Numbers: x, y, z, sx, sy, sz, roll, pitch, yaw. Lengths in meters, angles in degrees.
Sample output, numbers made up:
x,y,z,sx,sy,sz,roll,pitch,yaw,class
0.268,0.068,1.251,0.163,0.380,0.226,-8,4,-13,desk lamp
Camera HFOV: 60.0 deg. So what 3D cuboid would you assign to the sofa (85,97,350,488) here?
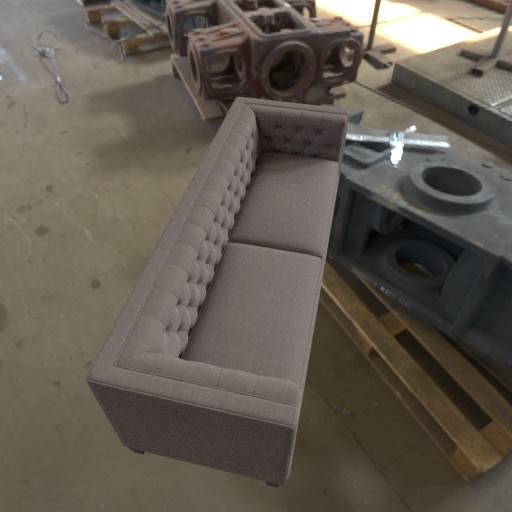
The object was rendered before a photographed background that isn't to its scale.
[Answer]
x,y,z,sx,sy,sz,roll,pitch,yaw,class
0.000,0.000,2.512,0.775,0.762,2.159,10,48,9,sofa
